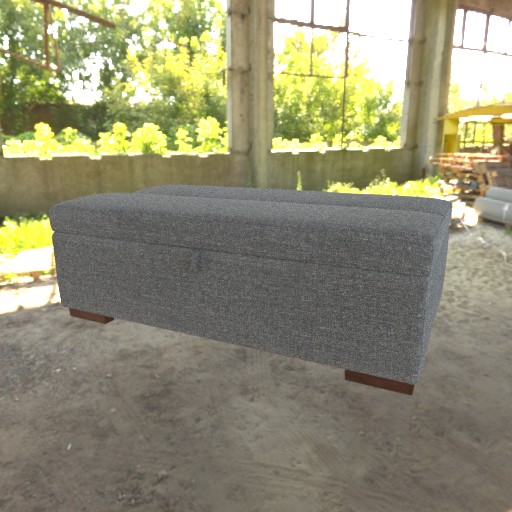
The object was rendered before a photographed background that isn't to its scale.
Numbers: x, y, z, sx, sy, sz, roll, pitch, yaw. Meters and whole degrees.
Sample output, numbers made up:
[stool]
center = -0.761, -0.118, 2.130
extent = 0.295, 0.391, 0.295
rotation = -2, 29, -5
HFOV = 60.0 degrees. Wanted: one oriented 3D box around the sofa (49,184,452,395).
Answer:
[sofa]
center = 0.000, 0.000, 1.572
extent = 1.198, 0.417, 0.782
rotation = 7, 16, 25
